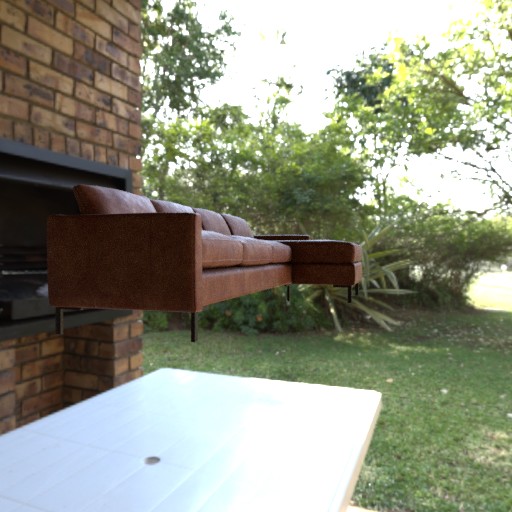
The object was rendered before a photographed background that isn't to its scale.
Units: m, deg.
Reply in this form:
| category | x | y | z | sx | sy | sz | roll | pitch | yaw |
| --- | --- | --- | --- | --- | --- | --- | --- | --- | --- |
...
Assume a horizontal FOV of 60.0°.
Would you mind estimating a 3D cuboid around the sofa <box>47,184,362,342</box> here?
| category | x | y | z | sx | sy | sz | roll | pitch | yaw |
| --- | --- | --- | --- | --- | --- | --- | --- | --- | --- |
| sofa | 0.000 | 0.000 | 3.609 | 1.471 | 0.859 | 2.993 | 0 | 0 | 18 |
